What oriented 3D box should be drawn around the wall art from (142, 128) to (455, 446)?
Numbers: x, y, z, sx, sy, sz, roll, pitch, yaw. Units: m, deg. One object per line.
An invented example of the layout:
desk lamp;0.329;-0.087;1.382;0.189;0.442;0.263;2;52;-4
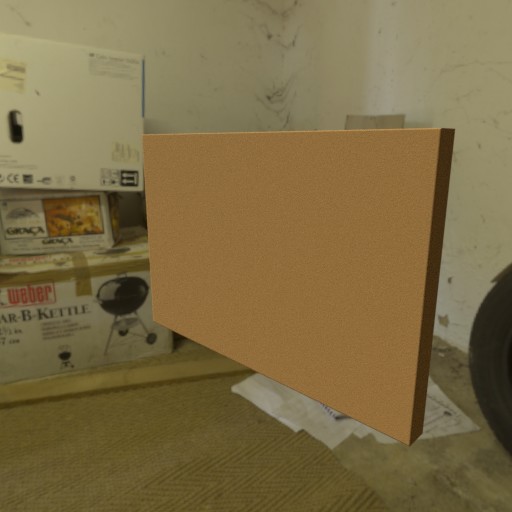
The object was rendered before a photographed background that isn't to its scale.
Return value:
wall art;0.000;0.000;0.759;0.609;0.407;0.039;14;20;43
